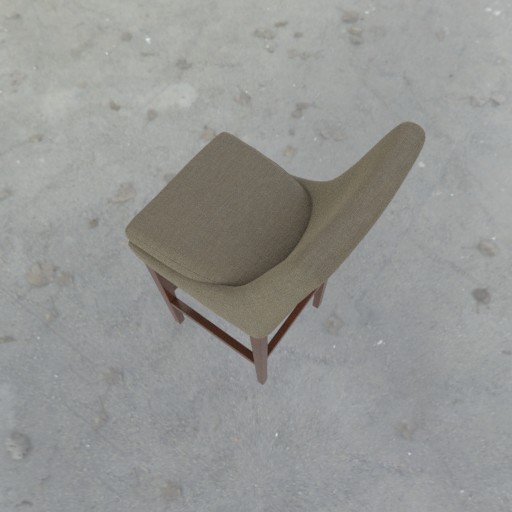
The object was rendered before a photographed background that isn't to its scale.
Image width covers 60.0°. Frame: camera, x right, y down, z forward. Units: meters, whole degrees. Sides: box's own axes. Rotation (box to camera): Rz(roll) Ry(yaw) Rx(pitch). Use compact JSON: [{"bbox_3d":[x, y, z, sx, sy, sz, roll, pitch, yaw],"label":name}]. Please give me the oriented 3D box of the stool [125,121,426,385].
[{"bbox_3d":[0.000,0.000,1.336,0.577,1.078,0.470,33,67,16],"label":"stool"}]
